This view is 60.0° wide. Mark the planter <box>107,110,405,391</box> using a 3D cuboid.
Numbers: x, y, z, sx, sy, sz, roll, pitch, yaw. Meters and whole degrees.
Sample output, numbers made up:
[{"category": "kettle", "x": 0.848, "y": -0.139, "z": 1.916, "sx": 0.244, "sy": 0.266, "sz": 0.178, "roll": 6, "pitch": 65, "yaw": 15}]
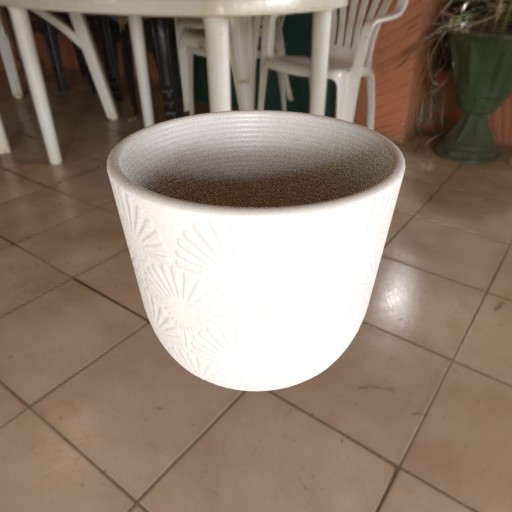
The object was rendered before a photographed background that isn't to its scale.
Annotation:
[{"category": "planter", "x": 0.000, "y": 0.000, "z": 0.301, "sx": 0.170, "sy": 0.152, "sz": 0.170, "roll": 0, "pitch": 33, "yaw": 0}]
